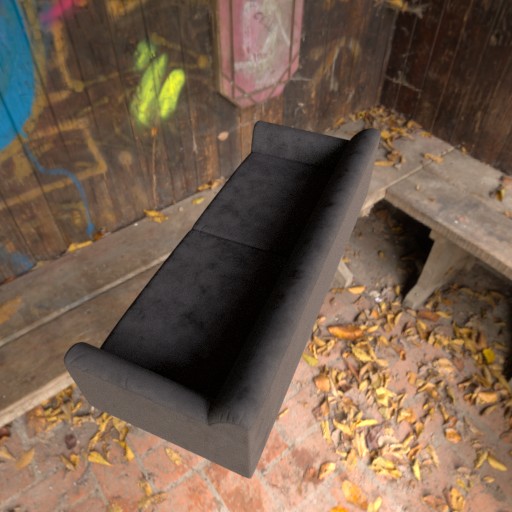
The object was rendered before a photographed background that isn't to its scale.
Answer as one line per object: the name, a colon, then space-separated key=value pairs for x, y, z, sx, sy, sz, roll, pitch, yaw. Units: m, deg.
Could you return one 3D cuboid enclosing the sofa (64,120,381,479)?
sofa: x=0.000 y=0.000 z=2.626 sx=0.900 sy=0.740 sz=2.190 roll=17 pitch=49 yaw=16
